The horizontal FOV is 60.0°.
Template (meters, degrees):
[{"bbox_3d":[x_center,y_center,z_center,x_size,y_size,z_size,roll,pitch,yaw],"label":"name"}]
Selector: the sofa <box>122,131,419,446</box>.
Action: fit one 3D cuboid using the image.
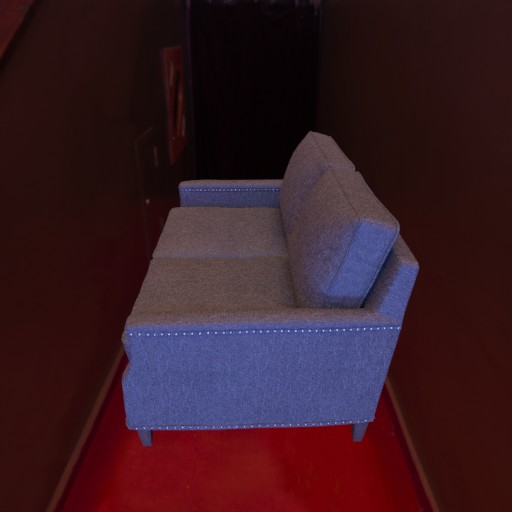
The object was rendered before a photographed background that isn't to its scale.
[{"bbox_3d":[0.000,0.000,2.291,1.084,1.003,1.597,-1,28,-1],"label":"sofa"}]
